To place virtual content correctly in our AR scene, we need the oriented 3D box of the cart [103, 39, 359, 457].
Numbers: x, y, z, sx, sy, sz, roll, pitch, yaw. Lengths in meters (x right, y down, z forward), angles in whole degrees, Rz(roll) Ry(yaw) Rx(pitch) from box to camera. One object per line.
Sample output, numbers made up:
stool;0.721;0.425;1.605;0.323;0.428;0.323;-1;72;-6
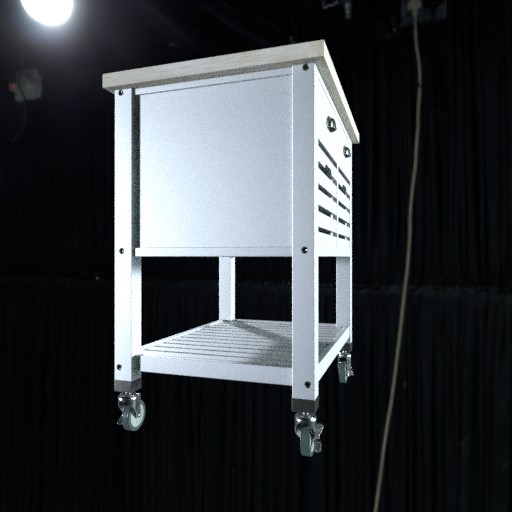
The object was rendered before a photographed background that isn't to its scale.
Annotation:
cart;0.000;0.000;1.386;0.559;0.914;0.762;0;0;19
